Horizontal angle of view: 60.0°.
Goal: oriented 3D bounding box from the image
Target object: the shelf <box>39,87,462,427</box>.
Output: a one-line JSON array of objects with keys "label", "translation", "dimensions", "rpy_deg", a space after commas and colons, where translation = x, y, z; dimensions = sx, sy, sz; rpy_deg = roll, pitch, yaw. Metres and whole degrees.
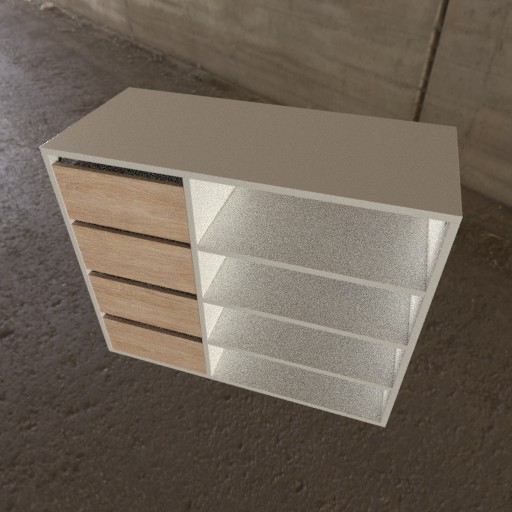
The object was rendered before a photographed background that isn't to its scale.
[{"label": "shelf", "translation": [0.000, 0.000, 1.272], "dimensions": [0.895, 0.732, 0.396], "rpy_deg": [12, 42, 13]}]
